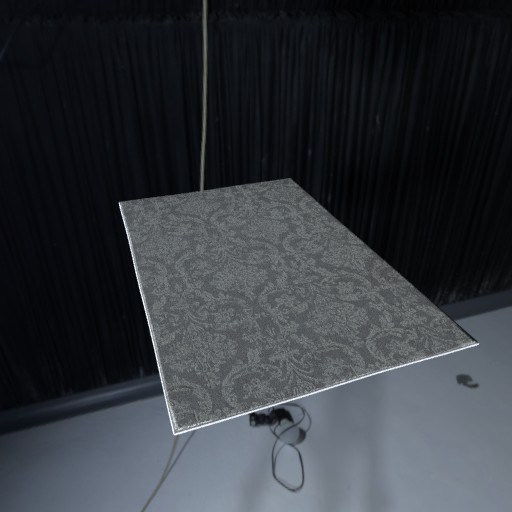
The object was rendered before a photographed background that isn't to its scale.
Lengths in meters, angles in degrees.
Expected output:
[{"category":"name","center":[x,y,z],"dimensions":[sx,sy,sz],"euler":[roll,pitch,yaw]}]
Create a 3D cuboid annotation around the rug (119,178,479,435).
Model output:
[{"category":"rug","center":[0.000,0.000,3.449],"dimensions":[1.819,0.018,2.746],"euler":[-11,33,-17]}]
